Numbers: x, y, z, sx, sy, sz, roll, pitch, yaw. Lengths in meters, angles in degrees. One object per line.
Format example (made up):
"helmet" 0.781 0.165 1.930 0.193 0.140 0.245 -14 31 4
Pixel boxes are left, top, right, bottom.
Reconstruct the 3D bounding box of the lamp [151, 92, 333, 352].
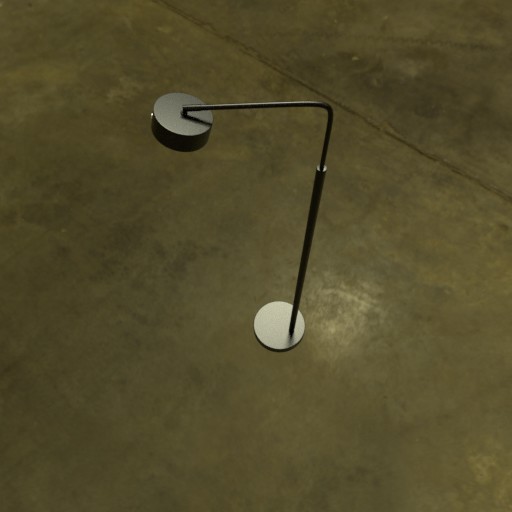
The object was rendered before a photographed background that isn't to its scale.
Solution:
"lamp" 0.000 0.000 1.387 0.418 1.230 0.219 -2 59 -1
